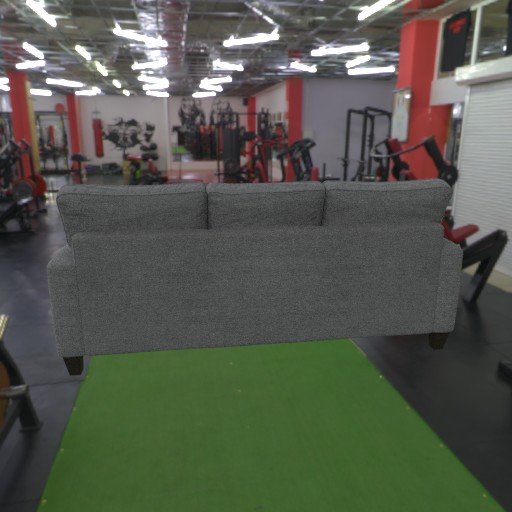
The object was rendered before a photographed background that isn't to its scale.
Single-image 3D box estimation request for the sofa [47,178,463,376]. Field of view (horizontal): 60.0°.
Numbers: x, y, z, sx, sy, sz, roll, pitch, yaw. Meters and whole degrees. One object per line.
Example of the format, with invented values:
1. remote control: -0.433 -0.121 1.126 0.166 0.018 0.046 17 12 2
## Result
1. sofa: 0.000 0.000 2.693 2.158 0.965 0.951 -2 15 -8
